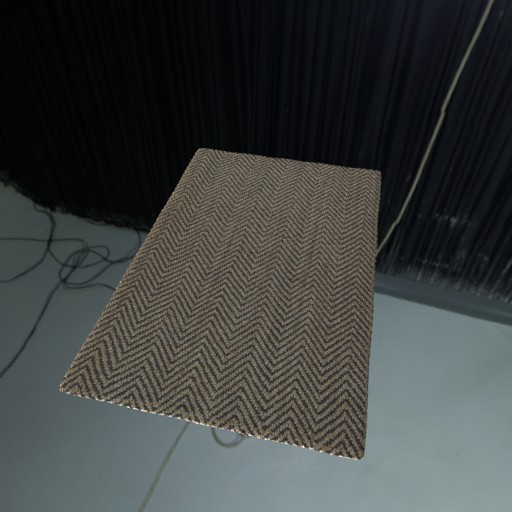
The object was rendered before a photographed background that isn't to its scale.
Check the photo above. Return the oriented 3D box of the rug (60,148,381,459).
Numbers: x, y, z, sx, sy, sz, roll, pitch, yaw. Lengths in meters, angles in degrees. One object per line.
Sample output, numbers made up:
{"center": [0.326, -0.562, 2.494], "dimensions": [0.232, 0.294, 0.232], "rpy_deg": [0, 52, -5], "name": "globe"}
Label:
{"center": [0.000, 0.000, 2.300], "dimensions": [1.219, 0.008, 1.828], "rpy_deg": [9, 46, 9], "name": "rug"}
